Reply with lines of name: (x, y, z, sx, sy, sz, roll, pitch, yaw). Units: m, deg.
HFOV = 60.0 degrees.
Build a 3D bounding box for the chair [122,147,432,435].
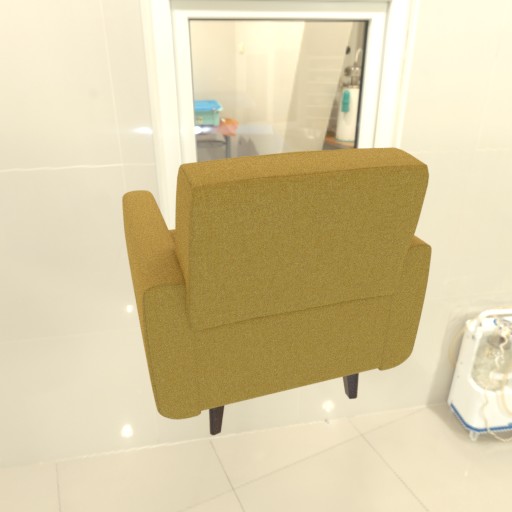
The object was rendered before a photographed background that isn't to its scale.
chair: (0.000, 0.000, 1.525, 0.831, 0.841, 0.909, -8, 27, -17)
